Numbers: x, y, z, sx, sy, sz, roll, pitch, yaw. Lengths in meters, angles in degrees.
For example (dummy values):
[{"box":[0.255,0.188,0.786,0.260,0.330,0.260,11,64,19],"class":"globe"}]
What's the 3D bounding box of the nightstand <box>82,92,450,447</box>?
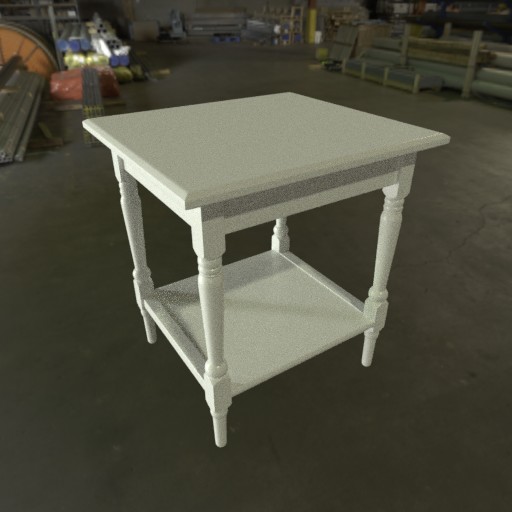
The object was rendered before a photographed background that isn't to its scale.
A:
[{"box":[0.000,0.000,0.952,0.505,0.555,0.459,-19,35,-28],"class":"nightstand"}]
